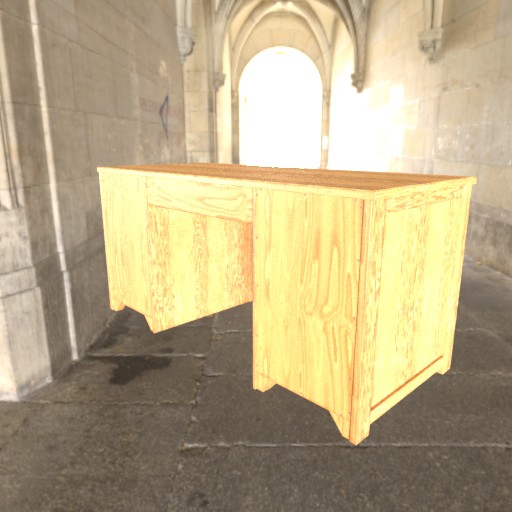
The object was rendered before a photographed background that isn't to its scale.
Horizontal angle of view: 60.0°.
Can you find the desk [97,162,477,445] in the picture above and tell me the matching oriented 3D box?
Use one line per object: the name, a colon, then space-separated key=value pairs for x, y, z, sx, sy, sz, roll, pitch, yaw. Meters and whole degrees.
desk: x=0.000 y=0.000 z=1.987 sx=0.685 sy=0.751 sz=1.567 roll=-14 pitch=20 yaw=-42
